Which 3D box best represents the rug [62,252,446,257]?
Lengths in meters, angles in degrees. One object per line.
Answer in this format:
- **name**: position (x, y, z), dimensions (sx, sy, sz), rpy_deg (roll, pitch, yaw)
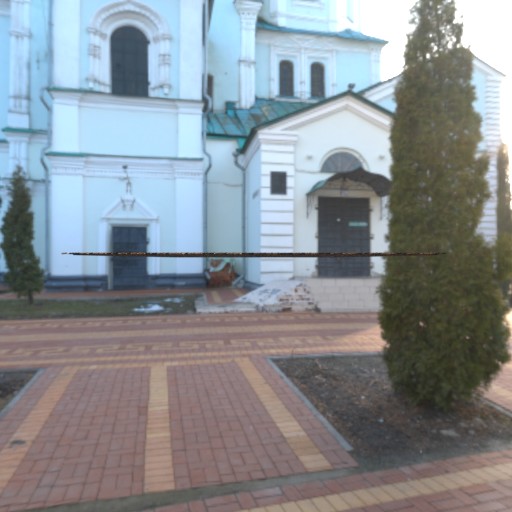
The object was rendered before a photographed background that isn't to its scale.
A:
- **rug**: position (0.000, 0.000, 2.947), dimensions (1.516, 0.010, 2.434), rpy_deg (0, 0, 0)
